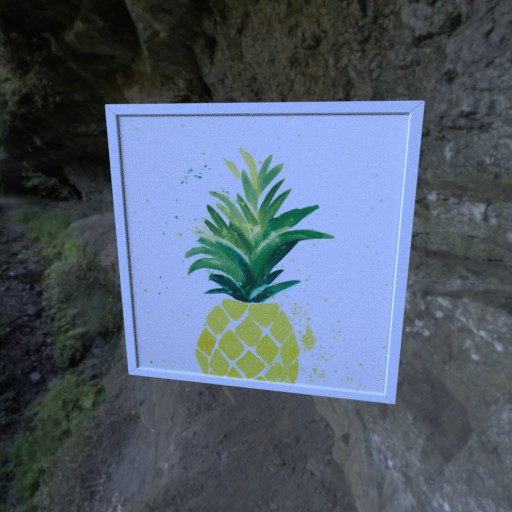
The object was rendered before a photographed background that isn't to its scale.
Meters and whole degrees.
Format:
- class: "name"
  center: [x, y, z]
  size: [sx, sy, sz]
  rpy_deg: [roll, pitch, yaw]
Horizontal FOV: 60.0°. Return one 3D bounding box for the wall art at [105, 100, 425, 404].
- class: "wall art"
  center: [0.000, 0.000, 0.470]
  size: [0.307, 0.307, 0.020]
  rpy_deg: [3, 16, 11]
